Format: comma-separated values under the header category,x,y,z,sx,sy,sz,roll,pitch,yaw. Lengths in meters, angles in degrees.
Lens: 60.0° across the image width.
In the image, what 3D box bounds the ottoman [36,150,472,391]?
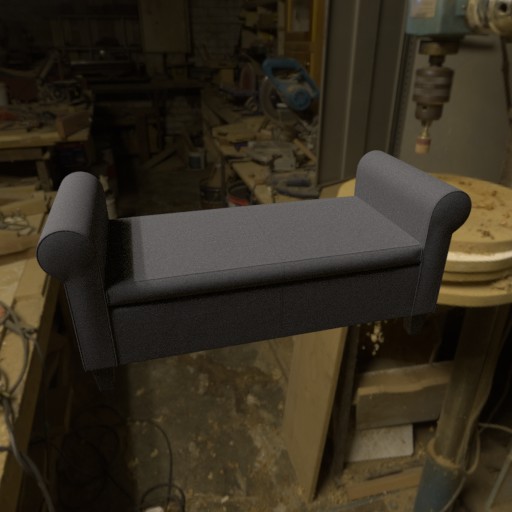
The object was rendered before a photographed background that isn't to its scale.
category,x,y,z,sx,sy,sz,roll,pitch,yaw
ottoman,0.000,0.000,1.544,1.256,0.547,0.521,-7,28,-13
